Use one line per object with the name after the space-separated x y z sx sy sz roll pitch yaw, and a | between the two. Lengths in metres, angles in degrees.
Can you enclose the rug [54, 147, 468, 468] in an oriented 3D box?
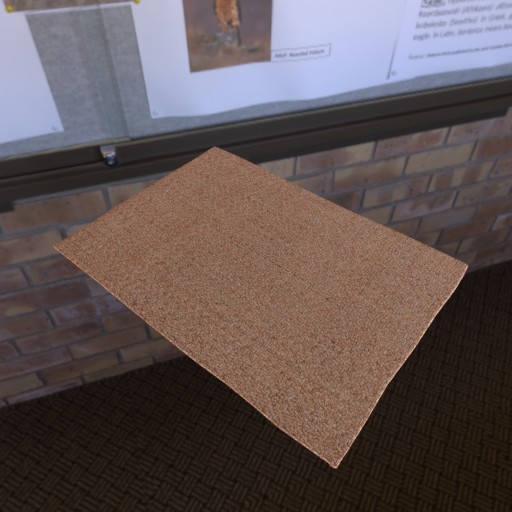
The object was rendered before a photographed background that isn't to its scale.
0.000 0.000 2.767 2.141 0.013 1.566 30 52 26 | rug
